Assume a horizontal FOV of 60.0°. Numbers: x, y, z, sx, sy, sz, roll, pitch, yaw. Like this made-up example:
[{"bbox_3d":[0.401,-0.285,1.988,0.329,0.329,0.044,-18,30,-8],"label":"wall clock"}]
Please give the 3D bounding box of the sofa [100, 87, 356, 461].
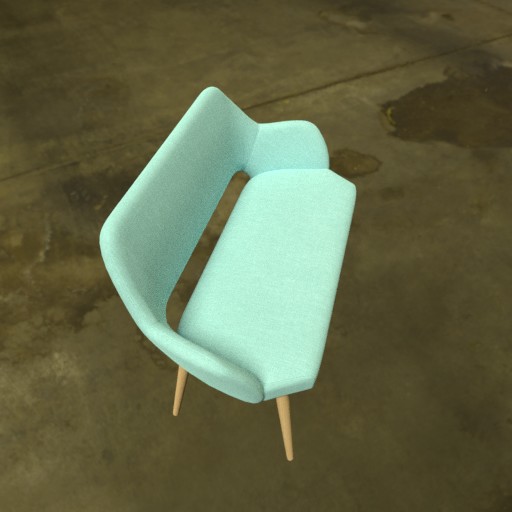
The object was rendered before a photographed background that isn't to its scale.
[{"bbox_3d":[0.000,0.000,1.601,0.610,0.840,1.150,12,49,11],"label":"sofa"}]
